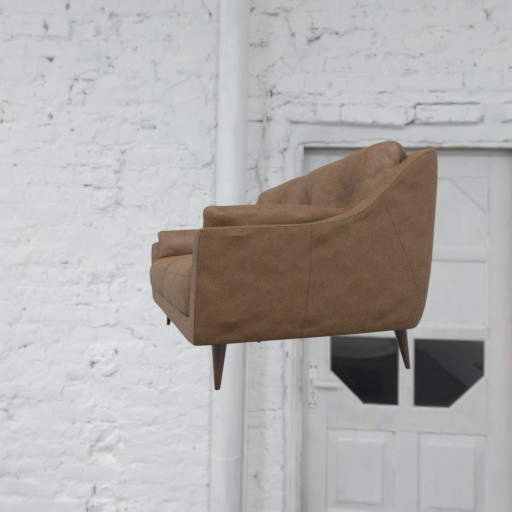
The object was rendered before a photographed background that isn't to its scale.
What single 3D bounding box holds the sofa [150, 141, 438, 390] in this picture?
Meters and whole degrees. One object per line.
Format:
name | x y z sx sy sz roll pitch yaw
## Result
sofa | 0.000 0.000 2.263 0.981 0.886 1.731 0 0 -18
